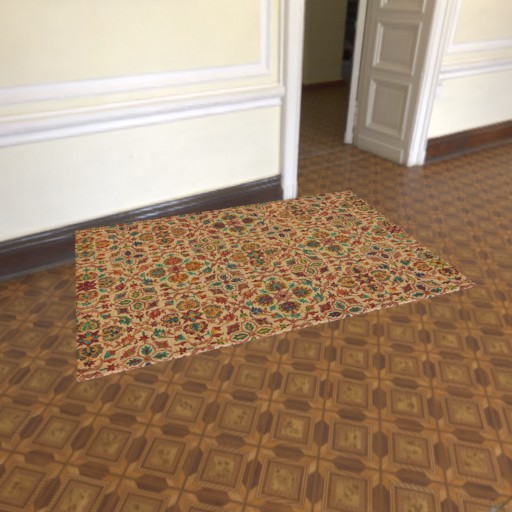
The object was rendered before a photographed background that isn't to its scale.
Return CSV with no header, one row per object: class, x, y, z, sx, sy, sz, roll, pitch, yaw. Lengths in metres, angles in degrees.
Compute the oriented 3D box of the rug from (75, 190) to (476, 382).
rug,0.000,0.000,2.984,2.297,0.018,1.541,-10,33,-16
